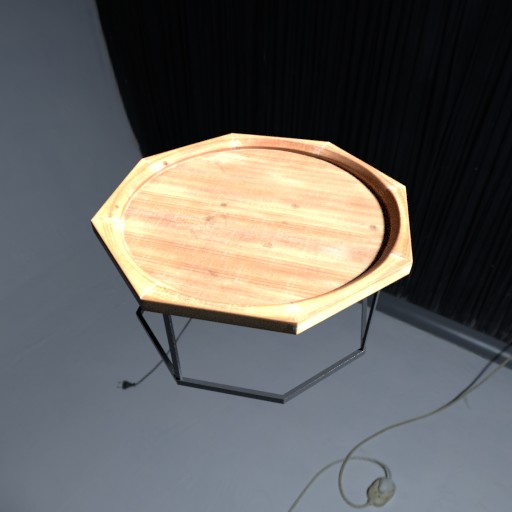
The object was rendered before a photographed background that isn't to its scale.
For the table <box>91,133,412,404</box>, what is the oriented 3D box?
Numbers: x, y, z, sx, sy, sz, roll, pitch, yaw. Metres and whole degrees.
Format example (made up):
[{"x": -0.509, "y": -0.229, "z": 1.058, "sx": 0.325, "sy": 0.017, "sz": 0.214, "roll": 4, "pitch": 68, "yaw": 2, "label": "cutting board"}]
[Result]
[{"x": 0.000, "y": 0.000, "z": 1.530, "sx": 1.002, "sy": 0.444, "sz": 1.002, "roll": 0, "pitch": 41, "yaw": 0, "label": "table"}]
